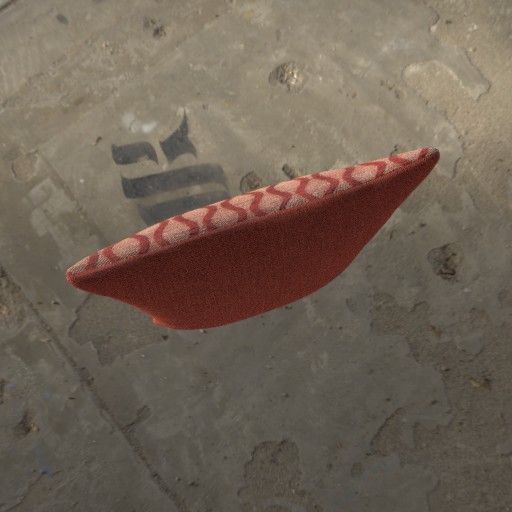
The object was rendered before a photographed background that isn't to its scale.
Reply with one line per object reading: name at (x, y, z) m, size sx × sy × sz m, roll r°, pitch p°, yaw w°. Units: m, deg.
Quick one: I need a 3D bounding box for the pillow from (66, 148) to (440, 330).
pillow at (0.000, 0.000, 0.681) m, size 0.429 × 0.434 × 0.159 m, roll -20°, pitch 77°, yaw -5°
